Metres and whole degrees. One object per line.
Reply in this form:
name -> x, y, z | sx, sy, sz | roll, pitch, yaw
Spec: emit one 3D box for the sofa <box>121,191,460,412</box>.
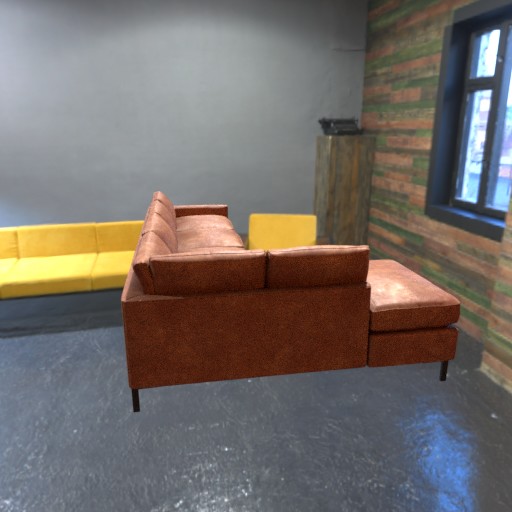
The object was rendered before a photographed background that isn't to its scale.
sofa -> 0.000, 0.000, 3.840 | 1.938, 0.877, 2.984 | -3, 16, -10
